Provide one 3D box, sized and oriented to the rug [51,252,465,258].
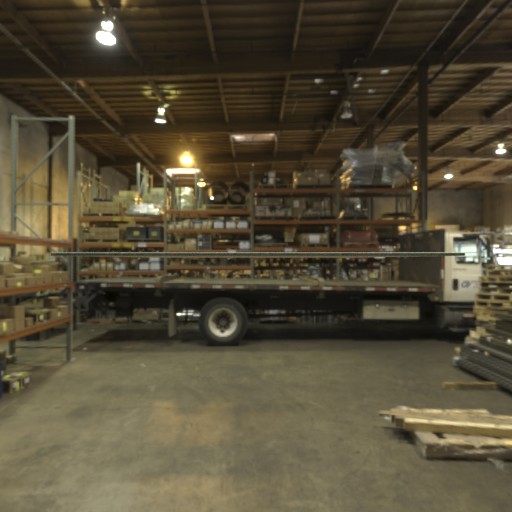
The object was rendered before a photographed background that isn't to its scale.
[{"bbox_3d":[0.000,0.000,4.102,2.420,0.019,3.039,0,0,-1],"label":"rug"}]
